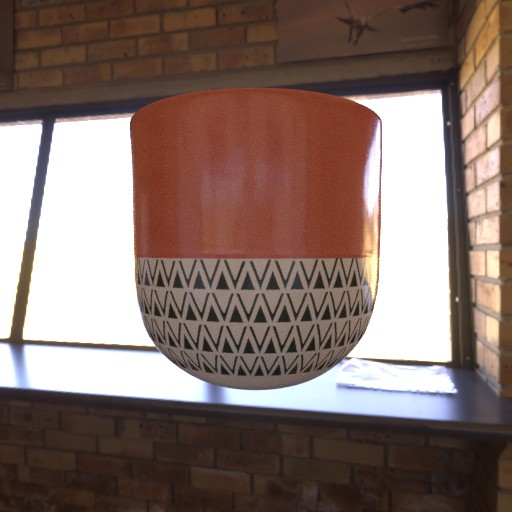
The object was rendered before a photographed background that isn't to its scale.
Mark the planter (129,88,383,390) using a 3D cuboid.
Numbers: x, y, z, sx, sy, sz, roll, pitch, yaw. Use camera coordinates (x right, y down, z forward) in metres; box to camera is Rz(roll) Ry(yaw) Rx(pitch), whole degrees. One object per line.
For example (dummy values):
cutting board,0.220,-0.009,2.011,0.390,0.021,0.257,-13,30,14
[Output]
planter,0.000,0.000,0.484,0.266,0.270,0.266,0,1,0
